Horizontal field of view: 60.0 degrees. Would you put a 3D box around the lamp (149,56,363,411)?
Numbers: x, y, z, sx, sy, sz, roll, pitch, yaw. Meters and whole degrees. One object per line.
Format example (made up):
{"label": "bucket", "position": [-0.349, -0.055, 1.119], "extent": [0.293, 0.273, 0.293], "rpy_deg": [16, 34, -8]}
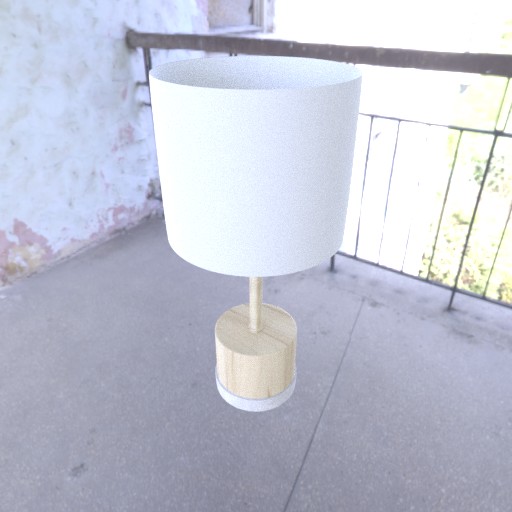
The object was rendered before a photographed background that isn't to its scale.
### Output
{"label": "lamp", "position": [0.000, 0.000, 0.599], "extent": [0.229, 0.470, 0.229], "rpy_deg": [20, 36, 30]}
